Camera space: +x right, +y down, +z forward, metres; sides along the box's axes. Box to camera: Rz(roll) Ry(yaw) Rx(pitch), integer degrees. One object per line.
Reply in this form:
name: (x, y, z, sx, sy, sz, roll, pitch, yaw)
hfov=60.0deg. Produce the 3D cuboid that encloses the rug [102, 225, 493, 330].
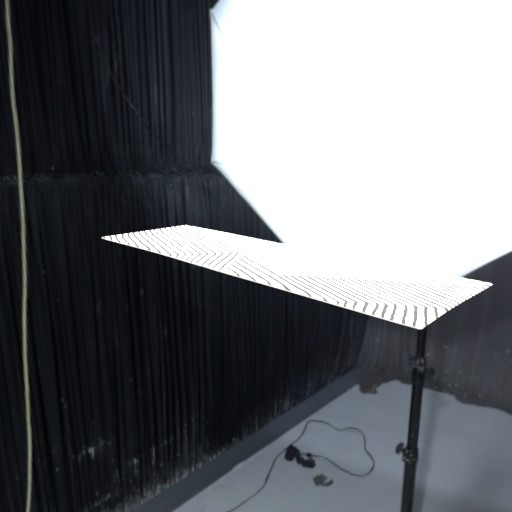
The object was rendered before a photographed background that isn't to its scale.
rug: (0.000, 0.000, 2.693, 2.439, 0.020, 0.773, 13, 19, 43)
